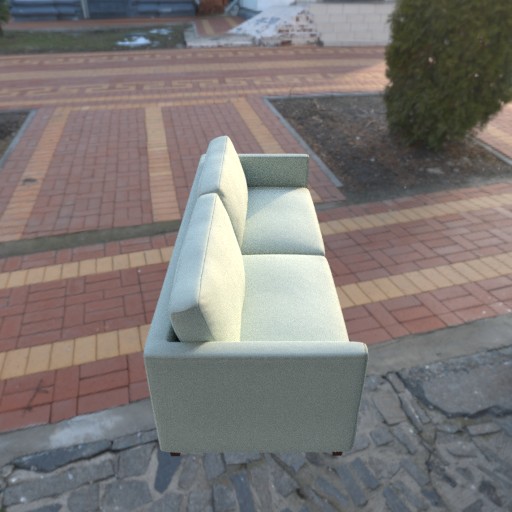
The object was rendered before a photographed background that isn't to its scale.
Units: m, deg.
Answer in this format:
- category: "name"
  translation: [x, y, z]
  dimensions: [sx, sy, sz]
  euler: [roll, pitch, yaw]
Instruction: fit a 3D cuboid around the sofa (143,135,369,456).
- category: "sofa"
  translation: [0.000, 0.000, 2.932]
  dimensions: [0.948, 0.965, 2.434]
  euler: [0, 32, 0]
